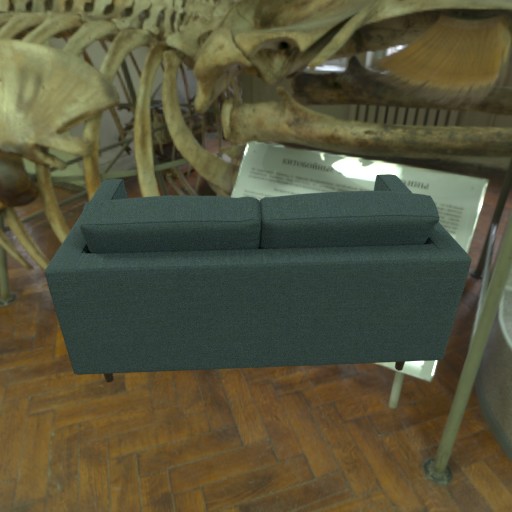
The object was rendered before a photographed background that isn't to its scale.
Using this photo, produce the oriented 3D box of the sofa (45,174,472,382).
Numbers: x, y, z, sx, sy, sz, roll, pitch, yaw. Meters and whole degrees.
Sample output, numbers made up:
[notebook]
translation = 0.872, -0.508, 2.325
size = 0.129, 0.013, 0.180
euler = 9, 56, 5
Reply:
[sofa]
translation = 0.000, 0.000, 2.265
size = 1.659, 0.907, 0.999
euler = -2, 31, -3
